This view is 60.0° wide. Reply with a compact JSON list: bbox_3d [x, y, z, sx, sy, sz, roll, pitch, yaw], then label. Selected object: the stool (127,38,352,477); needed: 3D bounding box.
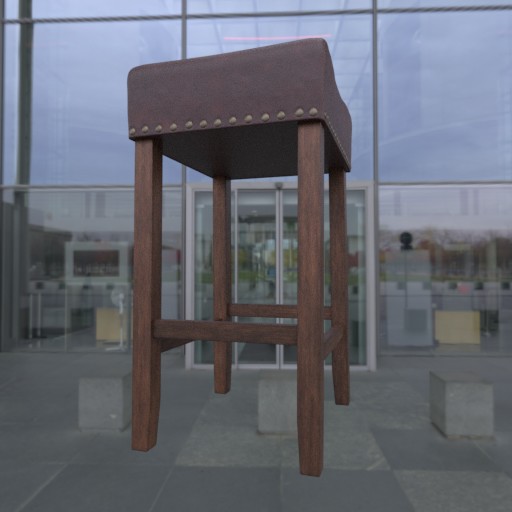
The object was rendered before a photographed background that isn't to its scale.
[{"bbox_3d":[0.000,0.000,1.029,0.401,0.769,0.465,0,-1,18],"label":"stool"}]
